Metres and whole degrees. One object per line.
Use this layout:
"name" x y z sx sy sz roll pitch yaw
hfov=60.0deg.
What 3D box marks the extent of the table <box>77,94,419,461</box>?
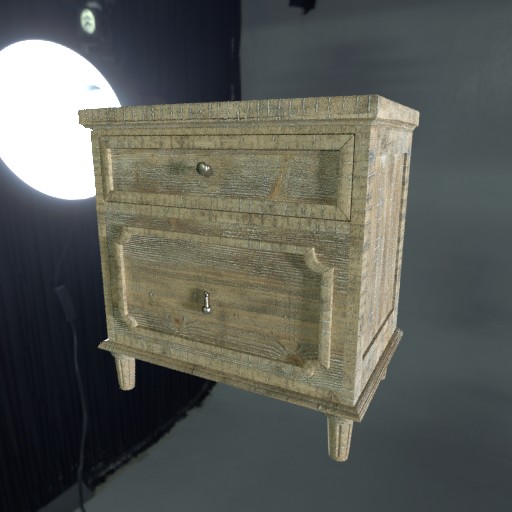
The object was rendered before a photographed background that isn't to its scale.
"table" 0.000 0.000 1.133 0.686 0.711 0.457 7 16 27
